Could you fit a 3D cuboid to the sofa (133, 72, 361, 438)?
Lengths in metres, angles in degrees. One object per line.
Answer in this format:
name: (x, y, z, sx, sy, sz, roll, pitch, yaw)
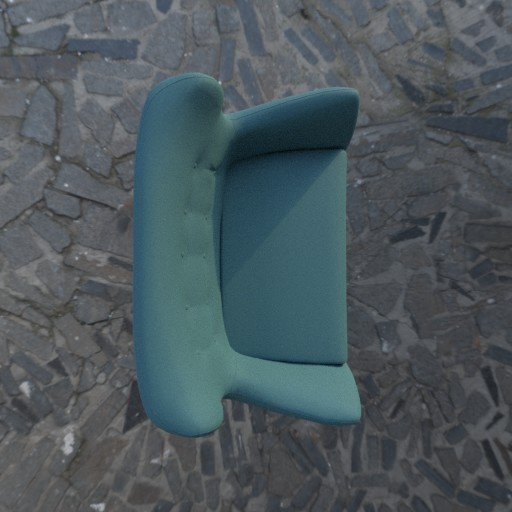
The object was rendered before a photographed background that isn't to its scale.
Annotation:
sofa: (0.000, 0.000, 1.985, 0.889, 0.889, 1.397, 0, 89, 0)
